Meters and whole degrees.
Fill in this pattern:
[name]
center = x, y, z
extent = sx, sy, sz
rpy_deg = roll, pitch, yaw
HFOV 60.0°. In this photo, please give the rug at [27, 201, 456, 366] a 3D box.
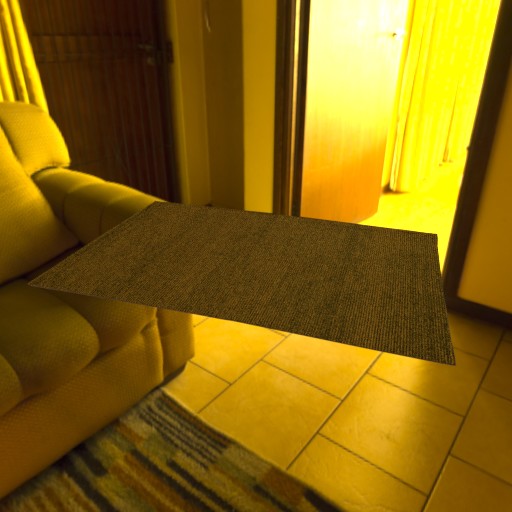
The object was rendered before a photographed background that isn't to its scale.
[rug]
center = 0.000, 0.000, 2.214
extent = 1.777, 0.021, 1.145
rpy_deg = 8, 28, 16
